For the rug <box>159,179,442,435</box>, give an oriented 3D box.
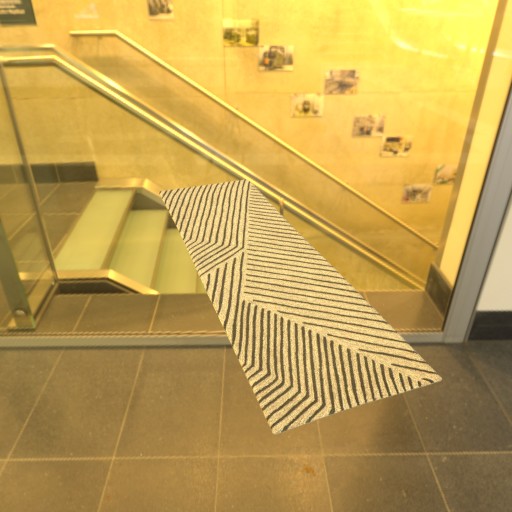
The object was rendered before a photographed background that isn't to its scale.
[{"bbox_3d":[0.000,0.000,2.730,0.773,0.020,2.439,-11,33,-17],"label":"rug"}]
